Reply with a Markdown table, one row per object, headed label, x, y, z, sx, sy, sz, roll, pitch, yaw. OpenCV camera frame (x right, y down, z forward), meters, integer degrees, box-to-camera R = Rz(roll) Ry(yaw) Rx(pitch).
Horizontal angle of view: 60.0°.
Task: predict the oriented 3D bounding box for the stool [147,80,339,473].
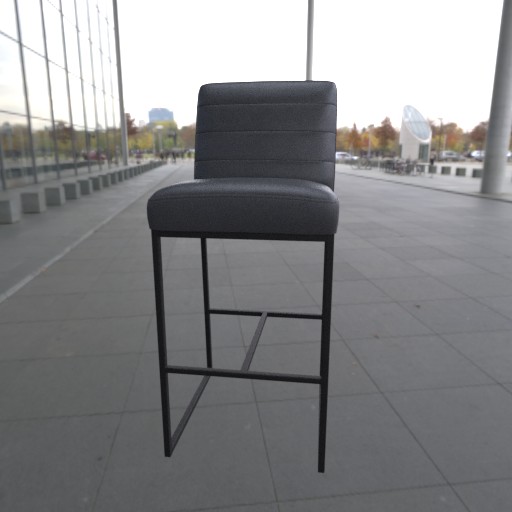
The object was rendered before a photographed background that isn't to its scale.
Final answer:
| label | x | y | z | sx | sy | sz | roll | pitch | yaw |
| --- | --- | --- | --- | --- | --- | --- | --- | --- | --- |
| stool | 0.000 | 0.000 | 1.316 | 0.457 | 1.040 | 0.552 | 2 | 13 | 8 |
